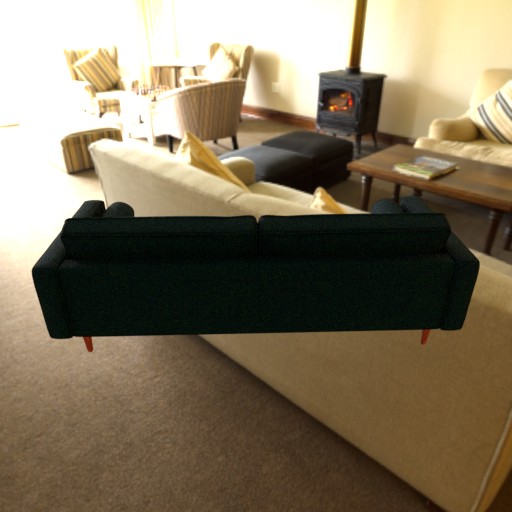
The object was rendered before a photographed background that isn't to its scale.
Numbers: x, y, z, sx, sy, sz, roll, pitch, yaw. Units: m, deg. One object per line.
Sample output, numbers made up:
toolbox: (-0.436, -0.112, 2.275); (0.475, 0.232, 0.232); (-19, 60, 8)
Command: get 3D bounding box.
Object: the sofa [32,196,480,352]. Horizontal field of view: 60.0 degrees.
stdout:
sofa: (0.000, 0.000, 2.637); (2.210, 0.762, 0.914); (-1, 29, -2)
